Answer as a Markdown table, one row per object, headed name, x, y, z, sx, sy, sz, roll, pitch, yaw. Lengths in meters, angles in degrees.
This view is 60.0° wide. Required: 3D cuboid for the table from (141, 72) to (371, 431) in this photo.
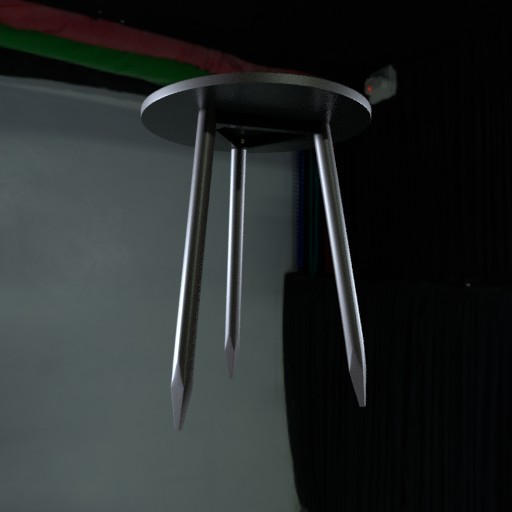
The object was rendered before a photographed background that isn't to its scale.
| name | x | y | z | sx | sy | sz | roll | pitch | yaw |
| --- | --- | --- | --- | --- | --- | --- | --- | --- | --- |
| table | 0.000 | 0.000 | 0.910 | 0.457 | 0.585 | 0.457 | 0 | 0 | 0 |
